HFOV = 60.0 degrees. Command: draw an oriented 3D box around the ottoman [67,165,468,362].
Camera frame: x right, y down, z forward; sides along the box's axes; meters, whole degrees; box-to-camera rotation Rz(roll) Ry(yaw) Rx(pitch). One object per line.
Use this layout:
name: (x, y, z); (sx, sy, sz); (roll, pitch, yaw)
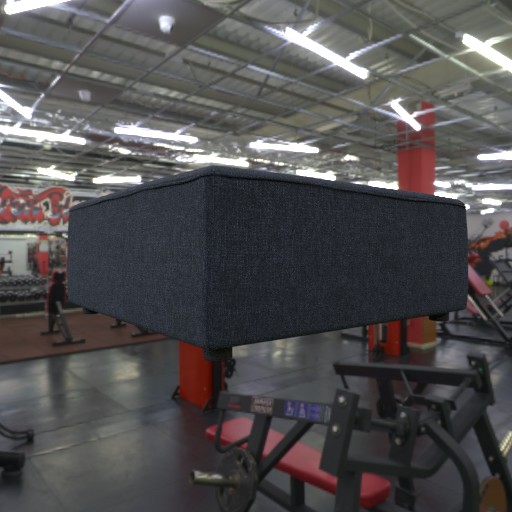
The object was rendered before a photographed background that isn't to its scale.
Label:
ottoman: (0.000, 0.000, 1.547); (1.023, 0.423, 1.017); (-1, 1, -37)
